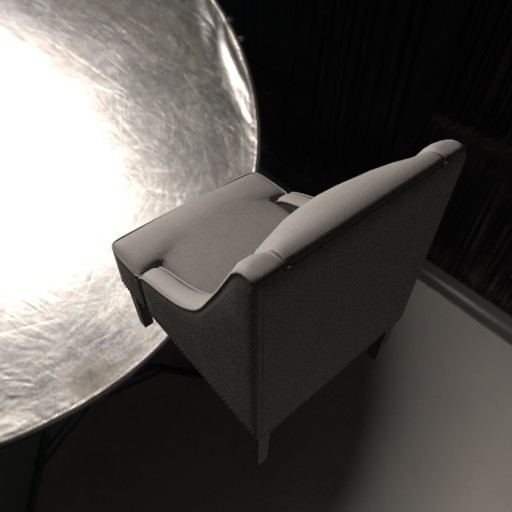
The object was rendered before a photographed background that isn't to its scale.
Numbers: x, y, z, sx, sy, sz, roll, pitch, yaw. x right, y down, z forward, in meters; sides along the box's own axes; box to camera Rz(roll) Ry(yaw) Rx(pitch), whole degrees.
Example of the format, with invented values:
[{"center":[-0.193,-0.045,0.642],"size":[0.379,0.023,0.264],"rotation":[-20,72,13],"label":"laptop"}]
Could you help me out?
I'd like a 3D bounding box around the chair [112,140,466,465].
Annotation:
[{"center":[0.000,0.000,1.341],"size":[0.631,0.867,0.747],"rotation":[-32,54,-27],"label":"chair"}]
